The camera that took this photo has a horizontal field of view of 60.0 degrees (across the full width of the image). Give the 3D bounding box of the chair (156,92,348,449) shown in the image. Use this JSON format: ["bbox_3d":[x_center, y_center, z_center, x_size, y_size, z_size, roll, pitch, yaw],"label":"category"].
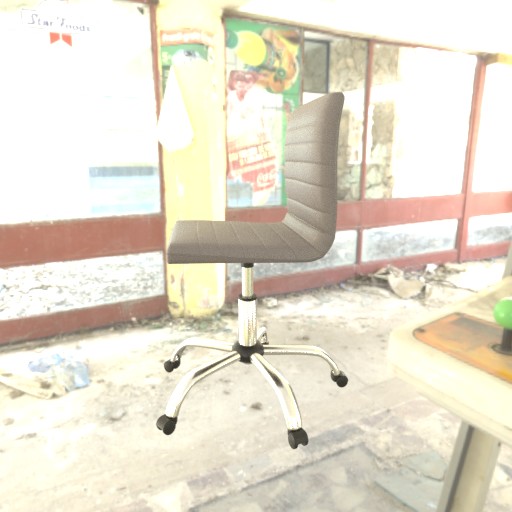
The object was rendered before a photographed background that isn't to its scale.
[{"bbox_3d":[0.000,0.000,1.166,0.530,0.780,0.556,-2,13,-8],"label":"chair"}]
